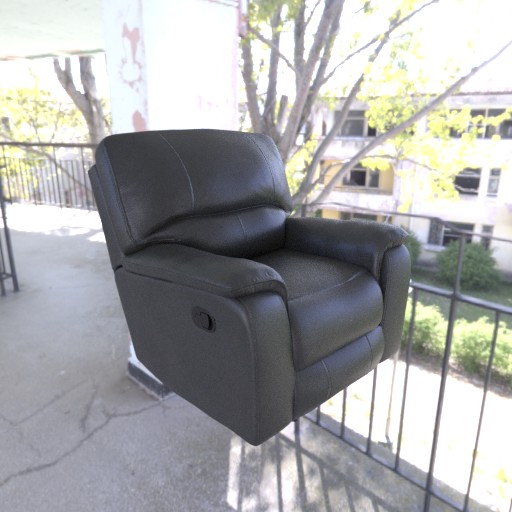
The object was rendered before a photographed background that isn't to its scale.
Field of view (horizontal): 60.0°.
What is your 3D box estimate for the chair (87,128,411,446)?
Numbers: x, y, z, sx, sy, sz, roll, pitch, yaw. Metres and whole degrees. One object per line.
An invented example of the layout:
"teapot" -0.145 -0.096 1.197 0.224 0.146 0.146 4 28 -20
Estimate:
"chair" 0.000 0.000 2.008 1.096 1.109 1.087 -15 22 -42
